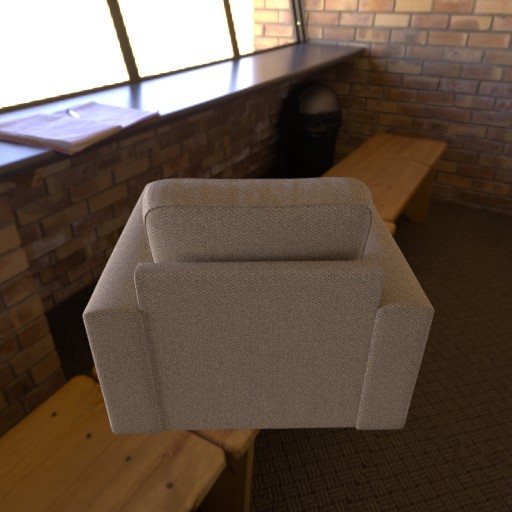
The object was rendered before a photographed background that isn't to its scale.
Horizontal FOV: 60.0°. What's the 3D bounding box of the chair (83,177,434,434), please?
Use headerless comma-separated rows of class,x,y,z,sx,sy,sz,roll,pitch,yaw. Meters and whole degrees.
chair,0.000,0.000,1.739,1.005,0.873,1.016,-1,31,-1
